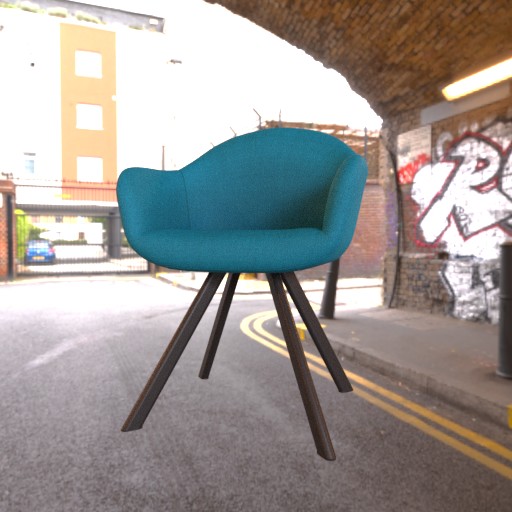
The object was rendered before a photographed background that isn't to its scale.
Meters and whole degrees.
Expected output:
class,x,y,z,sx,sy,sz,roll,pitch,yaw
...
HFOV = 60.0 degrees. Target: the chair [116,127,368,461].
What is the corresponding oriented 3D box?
class,x,y,z,sx,sy,sz,roll,pitch,yaw
chair,0.000,0.000,1.199,0.590,0.795,0.550,0,2,17
